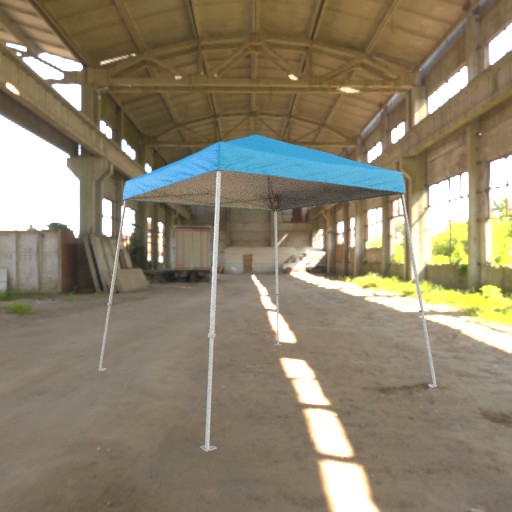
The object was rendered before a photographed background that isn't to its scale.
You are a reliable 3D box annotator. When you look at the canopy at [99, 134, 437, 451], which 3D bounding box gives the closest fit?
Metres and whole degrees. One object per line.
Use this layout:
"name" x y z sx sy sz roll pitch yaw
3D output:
"canopy" 0.000 0.000 6.580 3.600 3.600 3.599 0 0 -35
